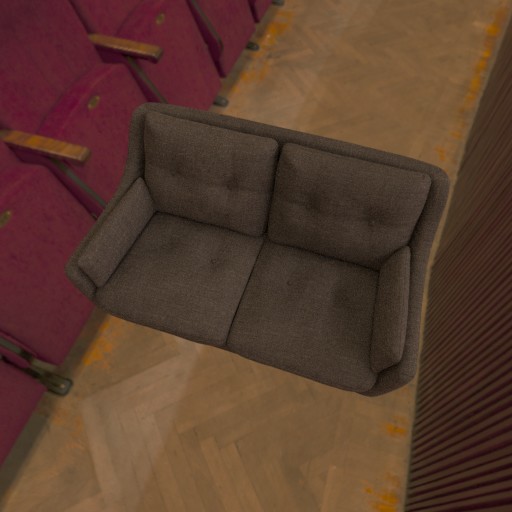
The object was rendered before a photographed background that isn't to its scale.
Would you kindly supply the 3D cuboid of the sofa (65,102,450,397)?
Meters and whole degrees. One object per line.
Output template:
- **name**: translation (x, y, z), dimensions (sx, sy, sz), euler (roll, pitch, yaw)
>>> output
- **sofa**: translation (0.000, 0.000, 2.239), dimensions (1.646, 0.887, 0.976), euler (16, 58, 10)
